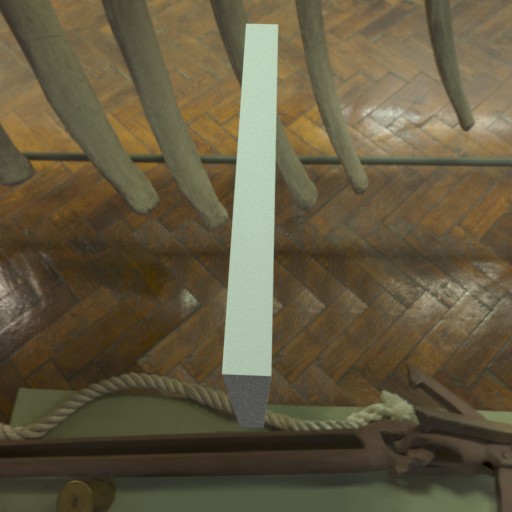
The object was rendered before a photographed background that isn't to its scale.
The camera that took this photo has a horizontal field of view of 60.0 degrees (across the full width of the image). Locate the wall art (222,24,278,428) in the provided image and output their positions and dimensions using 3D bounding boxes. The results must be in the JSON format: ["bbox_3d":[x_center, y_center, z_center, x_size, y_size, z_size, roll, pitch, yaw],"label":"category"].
[{"bbox_3d":[0.000,0.000,0.611,0.038,0.406,0.406,2,64,1],"label":"wall art"}]
